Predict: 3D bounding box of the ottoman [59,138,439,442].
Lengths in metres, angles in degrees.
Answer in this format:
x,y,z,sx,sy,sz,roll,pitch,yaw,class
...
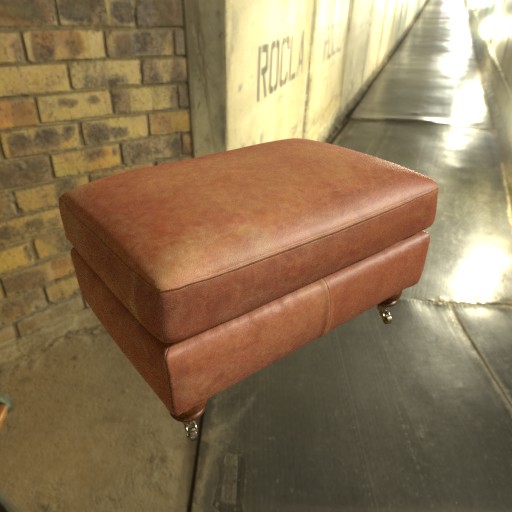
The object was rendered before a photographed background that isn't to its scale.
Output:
x,y,z,sx,sy,sz,roll,pitch,yaw,class
0.000,0.000,1.210,0.852,0.507,0.565,-21,35,-32,ottoman
